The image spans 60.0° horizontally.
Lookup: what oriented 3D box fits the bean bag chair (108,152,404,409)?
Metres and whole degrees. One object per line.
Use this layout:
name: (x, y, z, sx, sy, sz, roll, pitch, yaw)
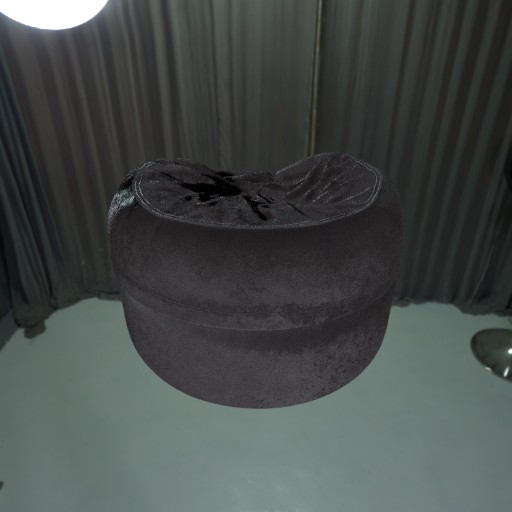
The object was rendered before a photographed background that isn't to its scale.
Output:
bean bag chair: (0.000, 0.000, 1.483, 0.918, 0.605, 0.918, 0, 30, 0)
